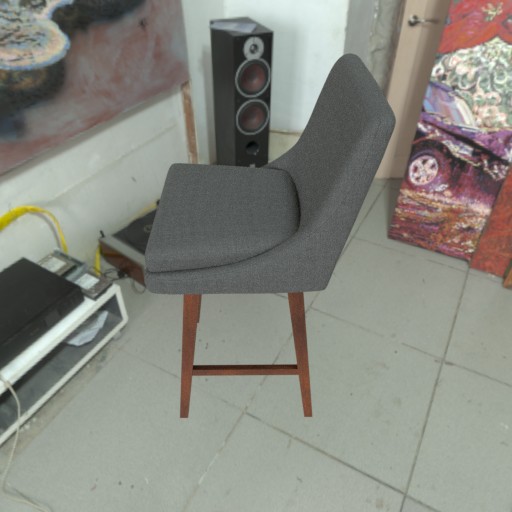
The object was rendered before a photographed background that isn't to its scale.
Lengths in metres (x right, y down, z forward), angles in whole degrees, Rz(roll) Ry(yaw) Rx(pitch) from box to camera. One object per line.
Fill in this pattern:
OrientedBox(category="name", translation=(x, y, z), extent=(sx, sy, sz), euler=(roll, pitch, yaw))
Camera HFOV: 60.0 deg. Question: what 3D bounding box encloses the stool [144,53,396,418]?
OrientedBox(category="stool", translation=(0.000, 0.000, 1.243), extent=(0.524, 0.977, 0.447), euler=(0, 40, 0))
